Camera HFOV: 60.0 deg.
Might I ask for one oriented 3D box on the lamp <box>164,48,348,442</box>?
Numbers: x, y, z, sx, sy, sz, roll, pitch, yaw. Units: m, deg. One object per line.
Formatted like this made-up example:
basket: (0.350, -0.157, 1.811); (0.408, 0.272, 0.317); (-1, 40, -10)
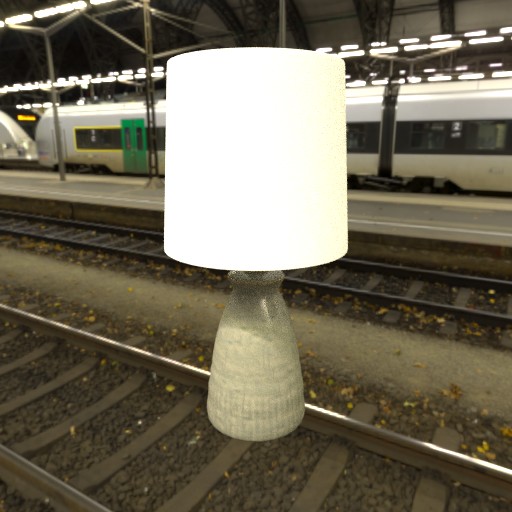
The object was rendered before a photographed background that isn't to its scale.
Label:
lamp: (0.000, 0.000, 0.462); (0.186, 0.369, 0.186); (0, 15, 0)
